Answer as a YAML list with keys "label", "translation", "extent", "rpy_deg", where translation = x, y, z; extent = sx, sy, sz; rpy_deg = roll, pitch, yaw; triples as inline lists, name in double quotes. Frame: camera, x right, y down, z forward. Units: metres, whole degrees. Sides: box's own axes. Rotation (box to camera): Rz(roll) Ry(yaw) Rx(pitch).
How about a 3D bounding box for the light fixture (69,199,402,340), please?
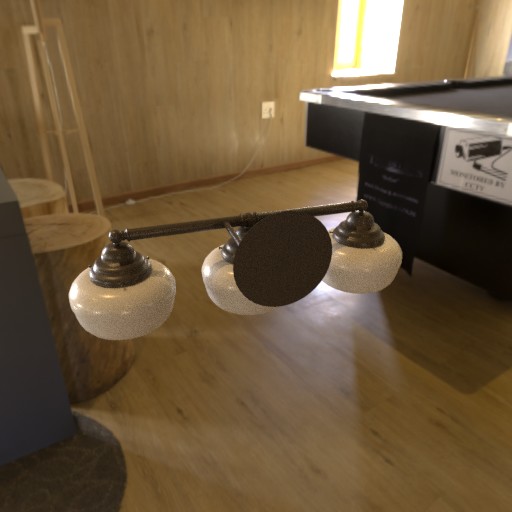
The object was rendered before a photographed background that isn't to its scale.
- label: "light fixture"
  translation: [0.000, 0.000, 0.720]
  extent: [0.587, 0.242, 0.239]
  rpy_deg: [-9, 28, -17]
